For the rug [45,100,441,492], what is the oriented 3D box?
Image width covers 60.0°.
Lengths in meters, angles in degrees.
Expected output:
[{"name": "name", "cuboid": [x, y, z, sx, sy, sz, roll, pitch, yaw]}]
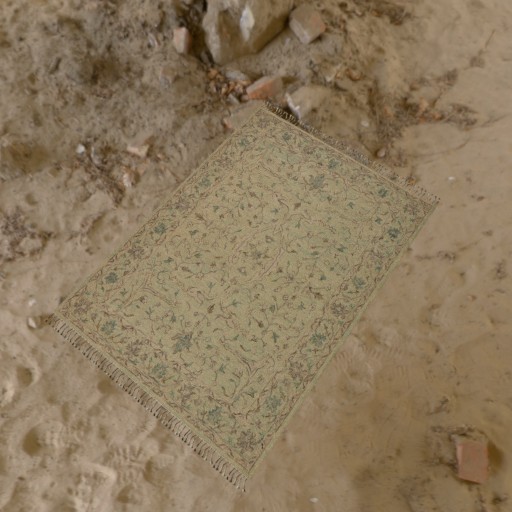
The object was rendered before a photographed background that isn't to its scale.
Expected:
[{"name": "rug", "cuboid": [0.000, 0.000, 2.306, 1.247, 0.008, 1.802, 34, 69, 15]}]
